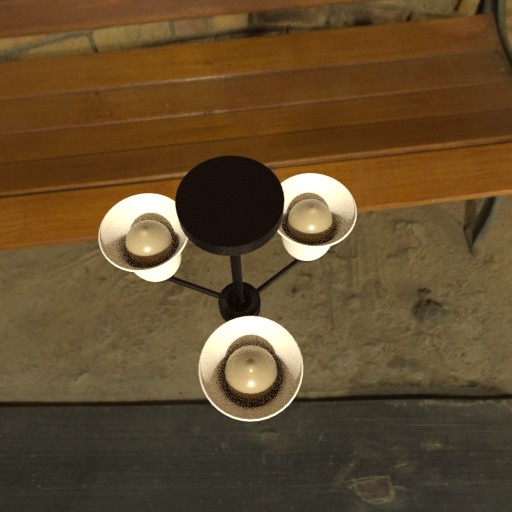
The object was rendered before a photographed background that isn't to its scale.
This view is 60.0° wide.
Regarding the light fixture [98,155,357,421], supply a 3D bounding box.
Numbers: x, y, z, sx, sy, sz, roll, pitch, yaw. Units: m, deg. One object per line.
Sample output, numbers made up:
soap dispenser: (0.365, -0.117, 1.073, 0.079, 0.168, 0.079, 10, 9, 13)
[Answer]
light fixture: (0.000, 0.000, 0.662, 0.354, 0.370, 0.388, -36, 68, -16)
